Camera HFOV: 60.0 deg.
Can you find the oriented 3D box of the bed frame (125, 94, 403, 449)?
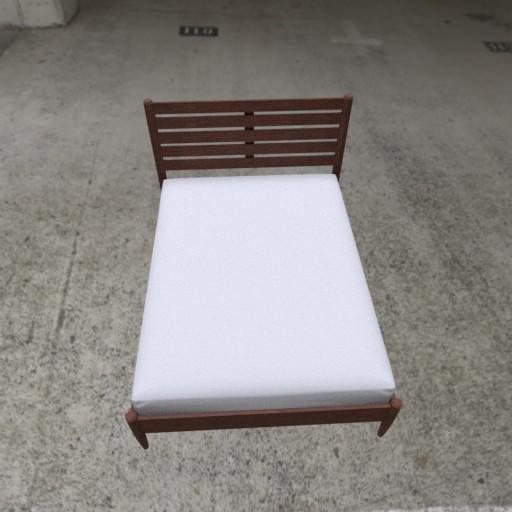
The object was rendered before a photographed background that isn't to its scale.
[{"bbox_3d":[0.000,0.000,3.234,1.655,1.321,2.234,-2,47,-2],"label":"bed frame"}]
